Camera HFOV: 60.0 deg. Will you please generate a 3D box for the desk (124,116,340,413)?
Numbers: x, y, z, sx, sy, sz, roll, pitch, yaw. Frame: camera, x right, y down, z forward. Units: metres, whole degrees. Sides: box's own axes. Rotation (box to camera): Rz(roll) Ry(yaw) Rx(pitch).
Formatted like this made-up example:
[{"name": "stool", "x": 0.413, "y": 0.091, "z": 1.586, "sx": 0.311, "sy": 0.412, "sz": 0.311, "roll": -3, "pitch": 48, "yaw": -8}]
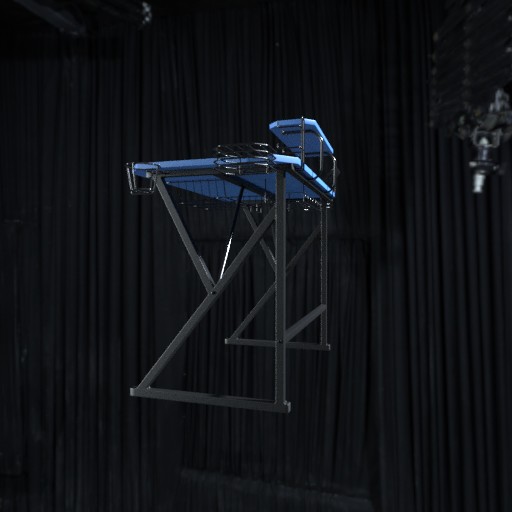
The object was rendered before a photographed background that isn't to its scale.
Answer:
[{"name": "desk", "x": 0.000, "y": 0.000, "z": 1.781, "sx": 0.594, "sy": 0.909, "sz": 1.295, "roll": 0, "pitch": 1, "yaw": 17}]
